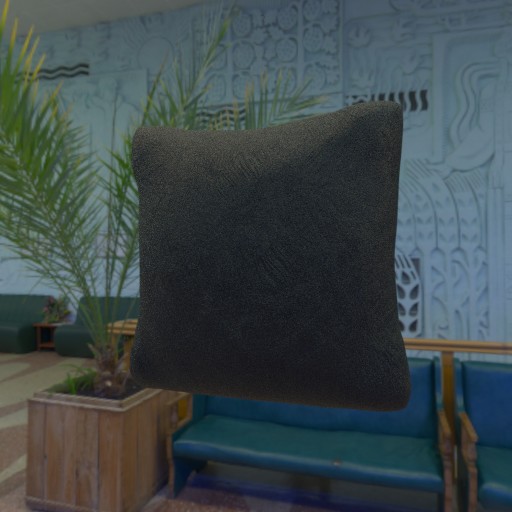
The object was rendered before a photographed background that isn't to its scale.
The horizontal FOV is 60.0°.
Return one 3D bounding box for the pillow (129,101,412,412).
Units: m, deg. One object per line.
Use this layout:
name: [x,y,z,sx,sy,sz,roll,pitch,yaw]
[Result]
pillow: [0.000,0.000,0.808,0.533,0.523,0.210,0,-1,18]
